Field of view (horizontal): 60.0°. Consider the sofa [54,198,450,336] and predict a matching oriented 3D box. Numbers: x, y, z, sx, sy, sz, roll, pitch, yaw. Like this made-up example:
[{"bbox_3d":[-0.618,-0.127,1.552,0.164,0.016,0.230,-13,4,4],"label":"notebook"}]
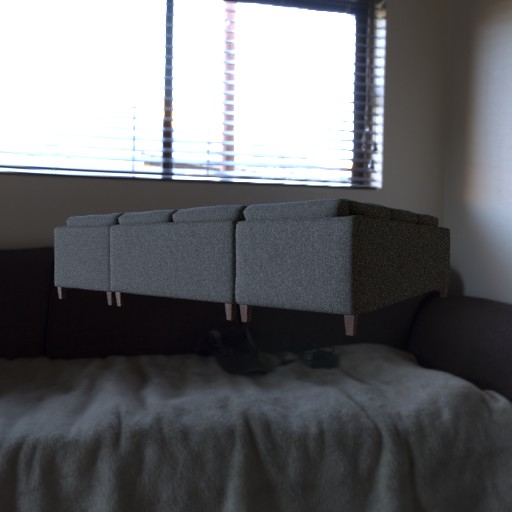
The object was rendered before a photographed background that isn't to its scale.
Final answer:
[{"bbox_3d":[0.000,0.000,4.531,3.238,0.853,2.551,1,2,35],"label":"sofa"}]
